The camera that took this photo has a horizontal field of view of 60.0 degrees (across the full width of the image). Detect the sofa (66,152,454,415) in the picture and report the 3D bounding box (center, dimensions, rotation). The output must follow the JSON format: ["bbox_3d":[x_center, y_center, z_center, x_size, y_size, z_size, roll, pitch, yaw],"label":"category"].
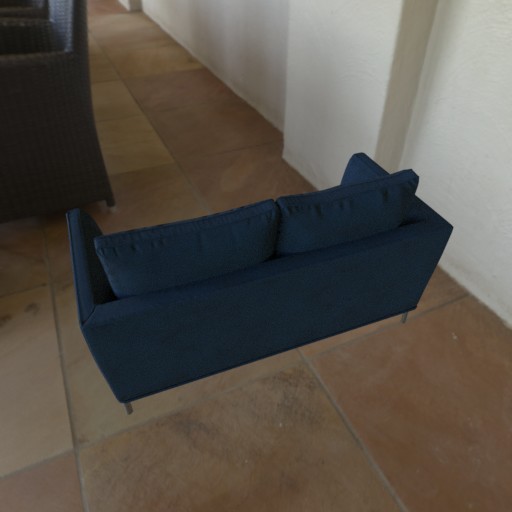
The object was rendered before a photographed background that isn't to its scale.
[{"bbox_3d":[0.000,0.000,2.375,1.770,1.002,0.853,-14,42,-16],"label":"sofa"}]
